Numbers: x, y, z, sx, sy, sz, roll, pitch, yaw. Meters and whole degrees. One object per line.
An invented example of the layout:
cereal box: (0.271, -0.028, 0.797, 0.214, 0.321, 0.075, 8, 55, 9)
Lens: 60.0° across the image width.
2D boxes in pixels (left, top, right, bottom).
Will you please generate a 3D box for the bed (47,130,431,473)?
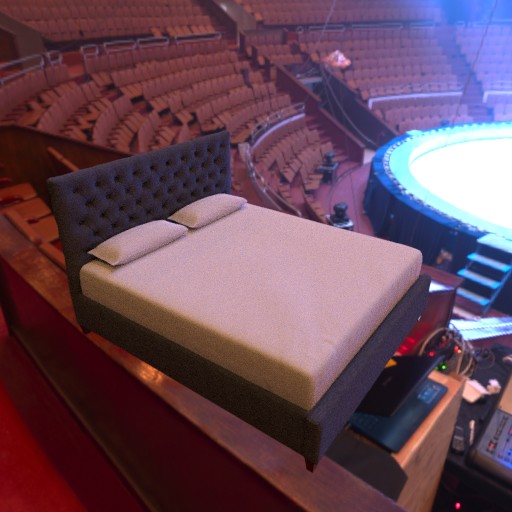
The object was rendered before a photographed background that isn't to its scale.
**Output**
bed: (0.000, 0.000, 3.690, 2.387, 1.427, 2.078, 19, 33, 32)
